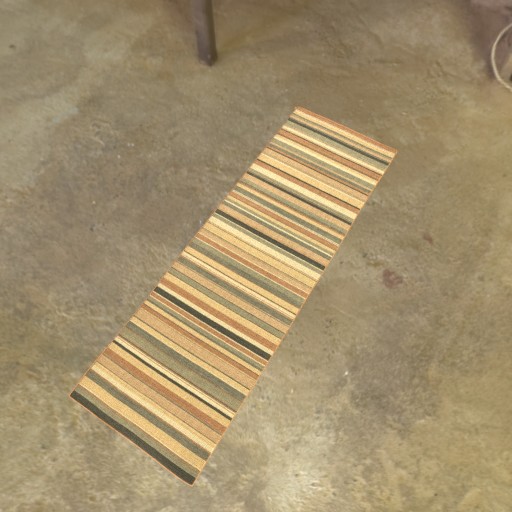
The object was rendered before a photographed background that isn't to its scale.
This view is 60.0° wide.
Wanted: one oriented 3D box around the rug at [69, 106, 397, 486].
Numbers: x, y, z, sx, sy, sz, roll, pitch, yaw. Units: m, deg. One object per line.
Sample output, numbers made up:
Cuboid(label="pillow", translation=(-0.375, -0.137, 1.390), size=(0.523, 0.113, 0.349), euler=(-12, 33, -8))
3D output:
Cuboid(label="rug", translation=(0.000, 0.000, 2.694), size=(0.799, 0.010, 2.444), euler=(29, 66, 14))
